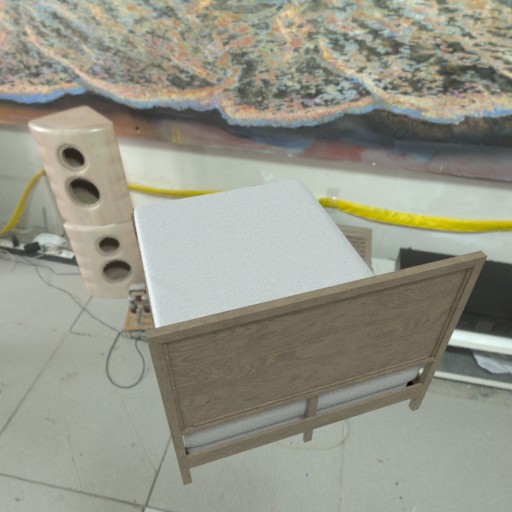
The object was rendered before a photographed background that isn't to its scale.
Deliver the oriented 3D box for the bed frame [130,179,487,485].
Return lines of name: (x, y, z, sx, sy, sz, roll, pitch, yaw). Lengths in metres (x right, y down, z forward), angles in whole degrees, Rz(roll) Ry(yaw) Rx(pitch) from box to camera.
bed frame: (0.000, 0.000, 3.157, 1.606, 1.369, 2.189, -12, 42, -13)
